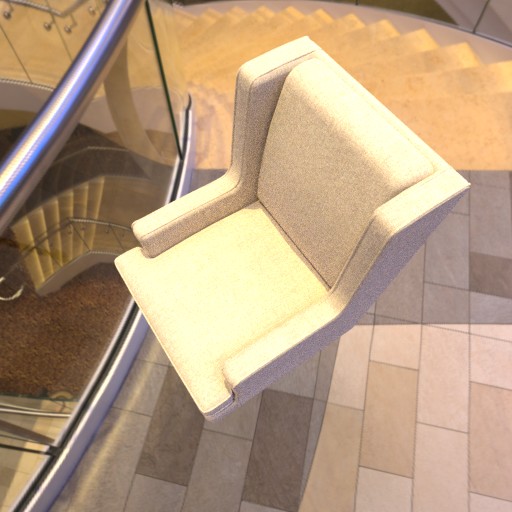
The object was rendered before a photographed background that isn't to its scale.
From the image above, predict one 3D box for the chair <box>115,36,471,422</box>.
[{"bbox_3d":[0.000,0.000,1.713,0.948,1.082,0.764,-31,67,-15],"label":"chair"}]
